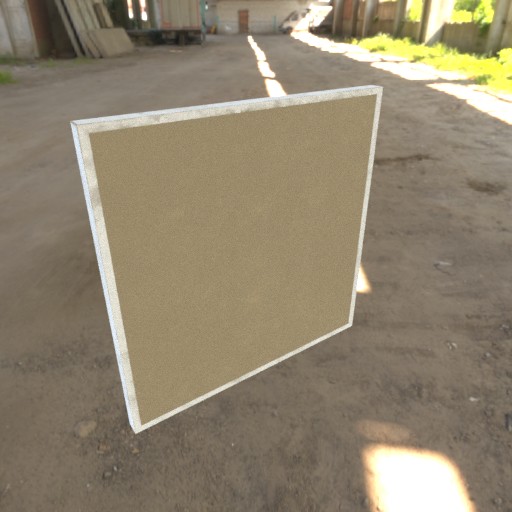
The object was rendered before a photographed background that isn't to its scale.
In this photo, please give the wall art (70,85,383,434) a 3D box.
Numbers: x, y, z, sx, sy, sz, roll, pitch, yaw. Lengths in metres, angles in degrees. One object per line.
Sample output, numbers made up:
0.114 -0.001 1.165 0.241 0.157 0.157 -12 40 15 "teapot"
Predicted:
0.000 0.000 1.128 0.760 0.757 0.038 -19 34 -30 "wall art"
